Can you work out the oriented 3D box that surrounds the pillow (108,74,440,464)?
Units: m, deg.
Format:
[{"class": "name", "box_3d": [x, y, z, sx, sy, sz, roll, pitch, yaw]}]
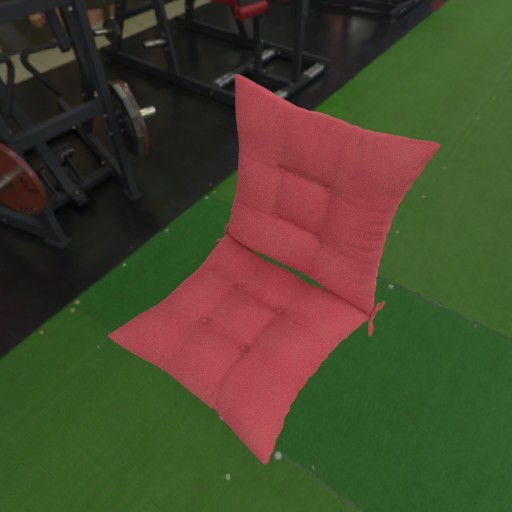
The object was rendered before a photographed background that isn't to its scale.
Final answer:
[{"class": "pillow", "box_3d": [0.000, 0.000, 1.010, 0.541, 0.536, 0.585, 30, 54, 25]}]
